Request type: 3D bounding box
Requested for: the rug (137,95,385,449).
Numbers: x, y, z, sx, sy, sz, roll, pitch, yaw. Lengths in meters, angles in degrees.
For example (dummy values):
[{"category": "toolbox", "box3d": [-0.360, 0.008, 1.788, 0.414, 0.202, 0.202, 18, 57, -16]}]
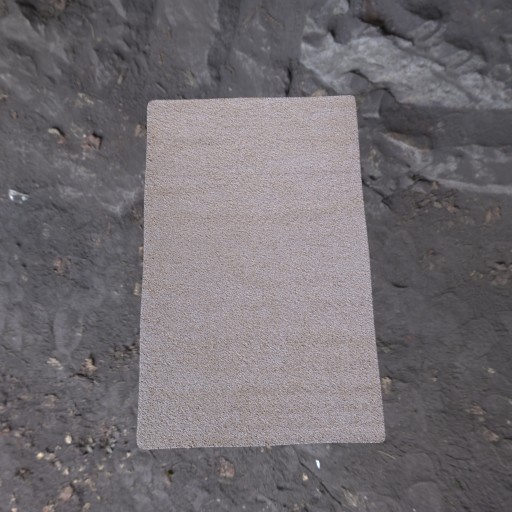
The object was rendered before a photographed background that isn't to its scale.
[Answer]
[{"category": "rug", "box3d": [0.000, 0.000, 2.938, 1.500, 0.026, 2.349, -2, 77, 0]}]
